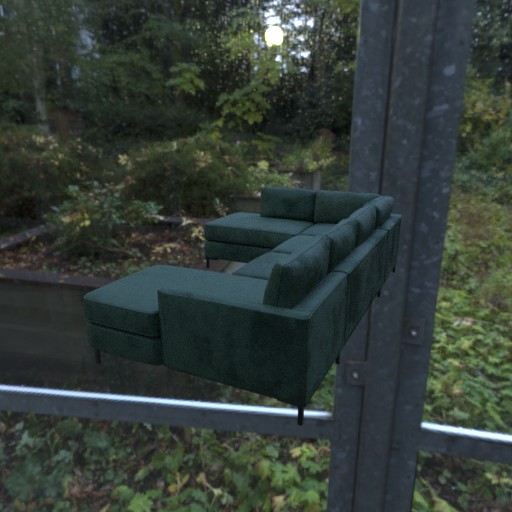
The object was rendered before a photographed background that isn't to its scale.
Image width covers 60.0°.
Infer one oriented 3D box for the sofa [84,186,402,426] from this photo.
[{"bbox_3d":[0.000,0.000,3.839,1.992,0.861,2.994,8,18,25],"label":"sofa"}]
